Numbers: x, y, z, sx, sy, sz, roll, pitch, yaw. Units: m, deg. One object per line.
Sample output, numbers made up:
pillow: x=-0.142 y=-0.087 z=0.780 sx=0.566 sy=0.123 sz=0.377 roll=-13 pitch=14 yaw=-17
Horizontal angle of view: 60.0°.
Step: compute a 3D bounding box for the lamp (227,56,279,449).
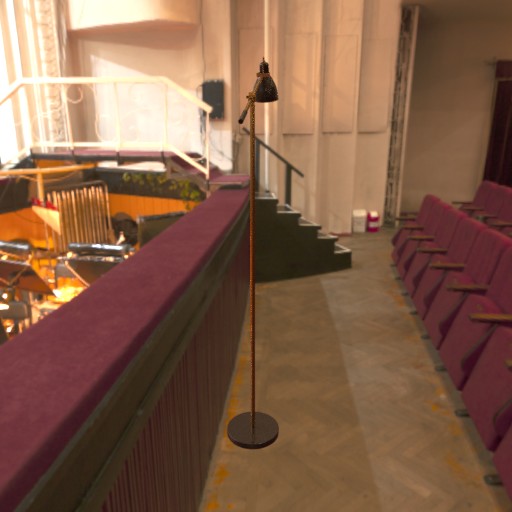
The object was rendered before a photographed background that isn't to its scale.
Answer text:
lamp: x=0.000 y=0.000 z=1.892 sx=0.235 sy=1.628 sz=0.618 roll=3 pitch=16 yaw=9
